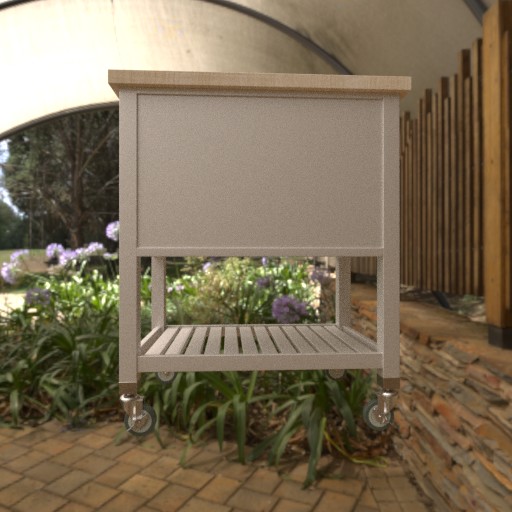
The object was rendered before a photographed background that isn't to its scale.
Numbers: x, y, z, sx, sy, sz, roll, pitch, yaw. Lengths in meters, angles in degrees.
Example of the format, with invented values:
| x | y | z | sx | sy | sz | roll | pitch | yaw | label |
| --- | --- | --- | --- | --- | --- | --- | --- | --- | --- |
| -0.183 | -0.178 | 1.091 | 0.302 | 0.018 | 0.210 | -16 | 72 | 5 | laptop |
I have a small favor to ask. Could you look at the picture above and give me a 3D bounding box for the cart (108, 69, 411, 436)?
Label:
| x | y | z | sx | sy | sz | roll | pitch | yaw | label |
| --- | --- | --- | --- | --- | --- | --- | --- | --- | --- |
| 0.000 | 0.000 | 1.386 | 0.762 | 0.914 | 0.559 | 0 | 0 | -3 | cart |
